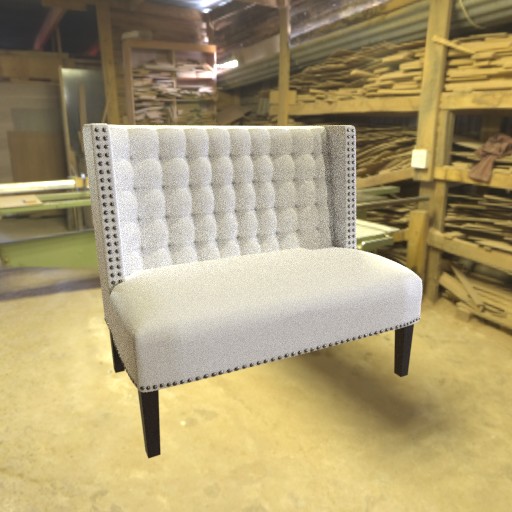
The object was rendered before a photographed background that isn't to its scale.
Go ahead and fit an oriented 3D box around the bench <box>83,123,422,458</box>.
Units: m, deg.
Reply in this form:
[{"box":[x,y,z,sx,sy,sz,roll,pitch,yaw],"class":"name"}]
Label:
[{"box":[0.000,0.000,1.970,1.280,1.123,0.847,-8,18,-26],"class":"bench"}]
